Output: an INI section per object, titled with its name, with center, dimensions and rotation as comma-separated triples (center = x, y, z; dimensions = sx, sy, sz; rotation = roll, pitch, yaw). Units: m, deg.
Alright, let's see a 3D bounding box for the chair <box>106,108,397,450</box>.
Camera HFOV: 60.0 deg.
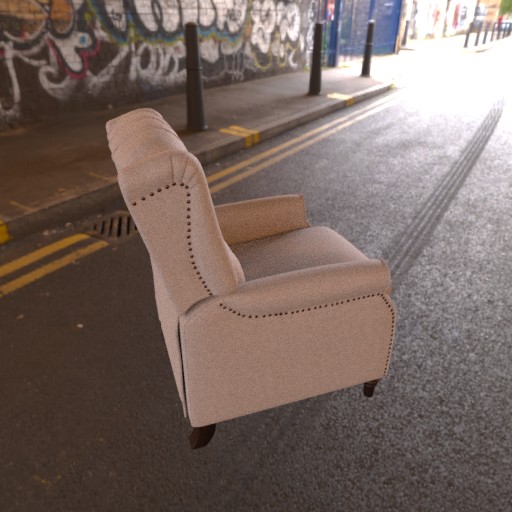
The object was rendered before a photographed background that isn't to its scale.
[chair]
center = 0.000, 0.000, 1.621
dimensions = 0.902, 1.035, 0.742
rotation = -9, 30, -17
